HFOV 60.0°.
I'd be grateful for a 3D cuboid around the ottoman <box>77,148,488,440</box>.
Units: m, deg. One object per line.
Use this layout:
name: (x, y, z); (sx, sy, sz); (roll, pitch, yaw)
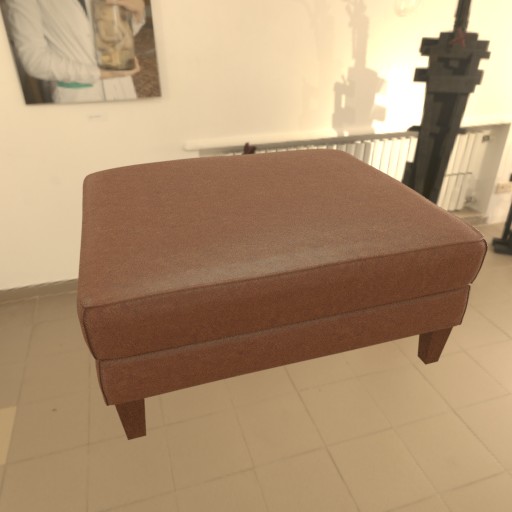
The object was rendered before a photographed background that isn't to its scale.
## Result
ottoman: (0.000, 0.000, 1.391); (0.987, 0.472, 0.836); (-9, 31, -15)
